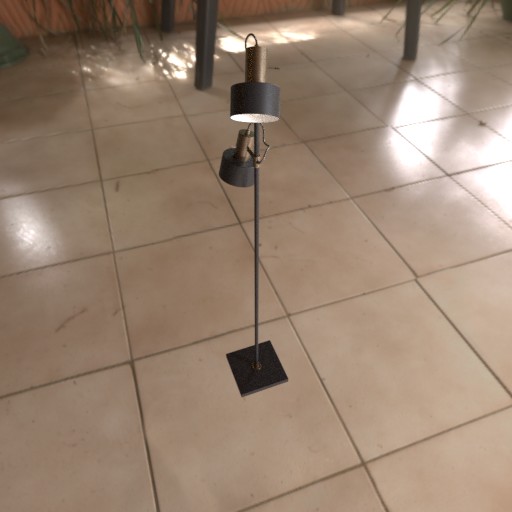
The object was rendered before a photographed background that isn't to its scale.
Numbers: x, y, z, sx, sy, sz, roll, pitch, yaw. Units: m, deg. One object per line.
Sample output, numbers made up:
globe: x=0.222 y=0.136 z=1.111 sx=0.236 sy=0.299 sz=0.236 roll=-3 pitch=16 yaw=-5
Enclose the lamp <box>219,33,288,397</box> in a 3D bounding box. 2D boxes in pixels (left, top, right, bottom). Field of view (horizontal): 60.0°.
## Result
lamp: x=0.000 y=0.000 z=1.609 sx=0.233 sy=1.505 sz=0.315 roll=-15 pitch=46 yaw=-15
